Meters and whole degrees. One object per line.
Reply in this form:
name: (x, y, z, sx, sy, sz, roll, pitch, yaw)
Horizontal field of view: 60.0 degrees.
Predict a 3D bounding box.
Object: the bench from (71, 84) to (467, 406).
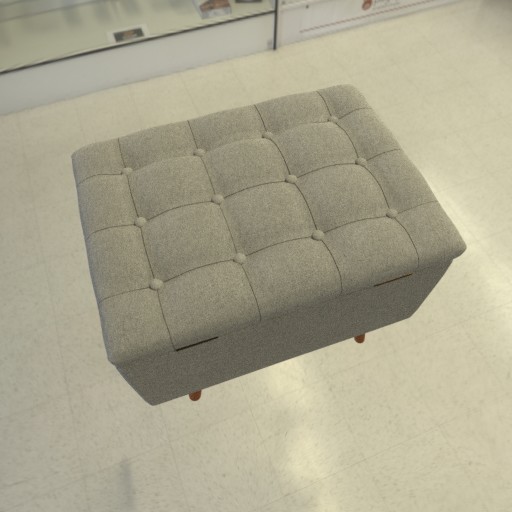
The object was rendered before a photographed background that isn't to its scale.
bench: (0.000, 0.000, 0.913, 0.572, 0.469, 0.417, -17, 61, -10)
